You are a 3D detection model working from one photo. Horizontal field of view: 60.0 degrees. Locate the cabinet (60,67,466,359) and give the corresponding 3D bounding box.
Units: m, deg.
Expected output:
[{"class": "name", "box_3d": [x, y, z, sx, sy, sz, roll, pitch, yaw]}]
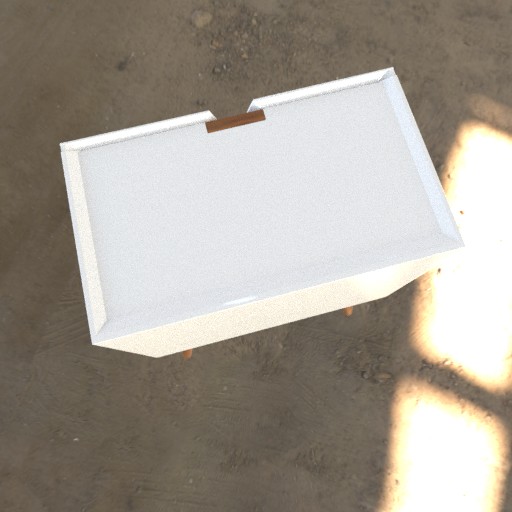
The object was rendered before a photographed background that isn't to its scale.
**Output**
[{"class": "cabinet", "box_3d": [0.000, 0.000, 1.088, 0.591, 0.772, 0.344, -14, 75, -4]}]
